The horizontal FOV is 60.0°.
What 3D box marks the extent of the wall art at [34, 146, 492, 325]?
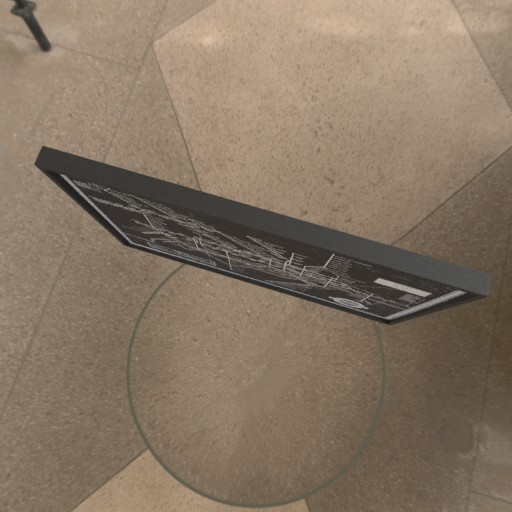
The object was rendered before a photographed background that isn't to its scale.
[{"bbox_3d":[0.000,0.000,0.562,0.443,0.301,0.021,16,77,4],"label":"wall art"}]
